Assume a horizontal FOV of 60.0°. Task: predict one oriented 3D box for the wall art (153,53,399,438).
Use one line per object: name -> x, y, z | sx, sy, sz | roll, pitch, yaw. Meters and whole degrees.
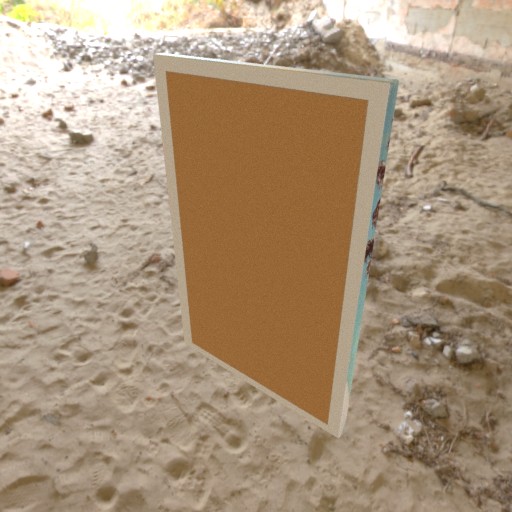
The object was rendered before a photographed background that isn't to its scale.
wall art -> 0.000, 0.000, 1.143 | 0.605, 0.915, 0.037 | 22, 38, 33
